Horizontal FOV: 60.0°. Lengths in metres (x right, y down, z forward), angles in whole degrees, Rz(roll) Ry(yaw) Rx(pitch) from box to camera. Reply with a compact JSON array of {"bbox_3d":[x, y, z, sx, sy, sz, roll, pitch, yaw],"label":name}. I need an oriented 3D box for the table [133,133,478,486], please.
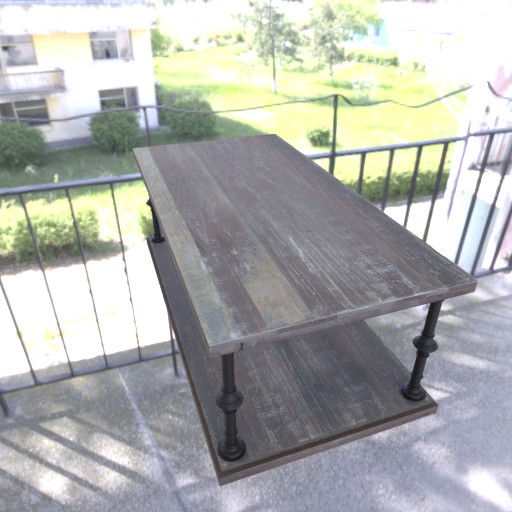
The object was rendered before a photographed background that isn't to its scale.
[{"bbox_3d":[0.000,0.000,1.347,0.554,0.399,1.088,-11,33,-17],"label":"table"}]
